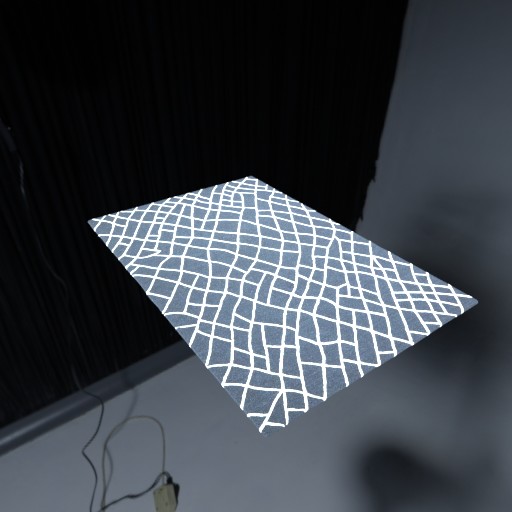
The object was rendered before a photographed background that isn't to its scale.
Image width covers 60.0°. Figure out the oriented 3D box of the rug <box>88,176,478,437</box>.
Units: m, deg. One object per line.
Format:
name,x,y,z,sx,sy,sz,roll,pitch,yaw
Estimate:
rug,0.000,0.000,2.365,1.223,0.013,1.830,-21,38,-29
